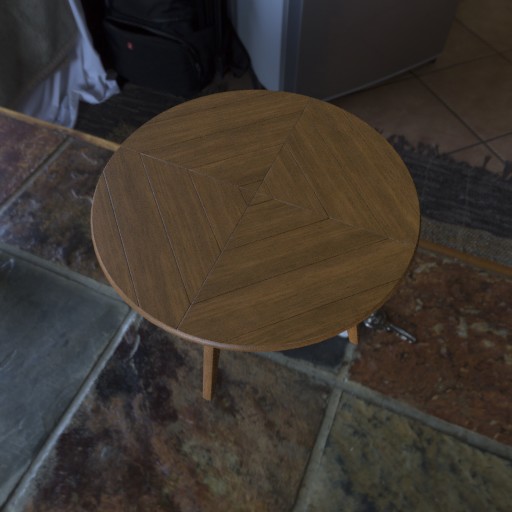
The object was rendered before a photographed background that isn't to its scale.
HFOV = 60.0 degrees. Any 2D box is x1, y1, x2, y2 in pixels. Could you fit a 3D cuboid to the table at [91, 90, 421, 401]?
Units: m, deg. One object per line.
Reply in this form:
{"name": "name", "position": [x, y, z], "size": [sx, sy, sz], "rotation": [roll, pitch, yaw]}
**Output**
{"name": "table", "position": [0.000, 0.000, 1.748], "size": [1.055, 0.757, 1.055], "rotation": [0, 57, 0]}
